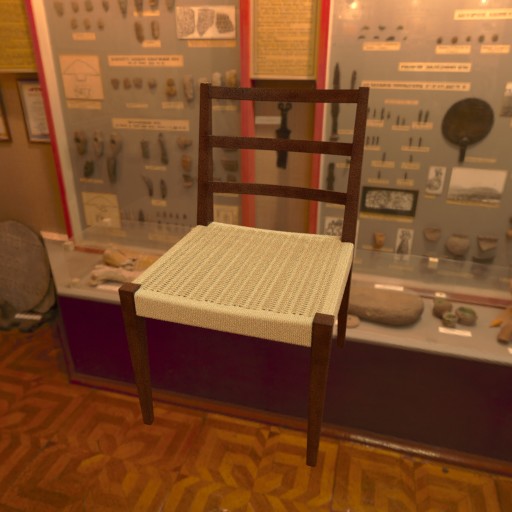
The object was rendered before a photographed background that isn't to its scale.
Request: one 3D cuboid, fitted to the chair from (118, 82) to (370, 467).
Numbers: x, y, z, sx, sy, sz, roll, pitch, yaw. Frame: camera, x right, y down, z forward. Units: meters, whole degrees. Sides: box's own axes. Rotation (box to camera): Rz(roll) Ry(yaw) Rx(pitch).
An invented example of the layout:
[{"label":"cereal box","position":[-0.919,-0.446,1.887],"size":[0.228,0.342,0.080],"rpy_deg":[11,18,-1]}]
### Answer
[{"label":"chair","position":[0.000,0.000,1.168],"size":[0.480,0.813,0.551],"rpy_deg":[7,26,15]}]
